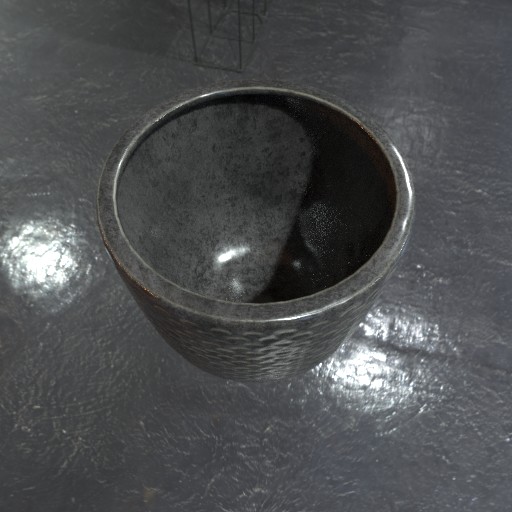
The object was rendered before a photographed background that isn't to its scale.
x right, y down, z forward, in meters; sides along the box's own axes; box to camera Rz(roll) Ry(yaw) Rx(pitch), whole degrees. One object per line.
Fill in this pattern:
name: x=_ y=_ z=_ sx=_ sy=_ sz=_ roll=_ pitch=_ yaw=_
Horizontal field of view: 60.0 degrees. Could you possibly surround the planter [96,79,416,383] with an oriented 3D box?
planter: x=0.000 y=0.000 z=0.247 sx=0.140 sy=0.129 sz=0.140 roll=0 pitch=58 yaw=0
